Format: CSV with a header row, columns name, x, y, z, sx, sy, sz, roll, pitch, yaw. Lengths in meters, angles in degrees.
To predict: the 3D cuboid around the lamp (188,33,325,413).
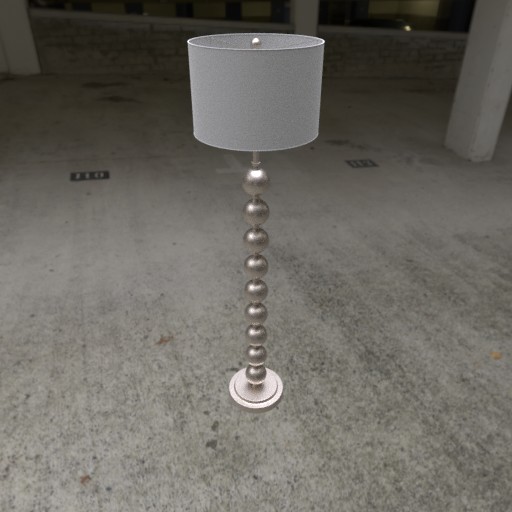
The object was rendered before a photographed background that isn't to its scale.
name,x,y,z,sx,sy,sz,roll,pitch,yaw
lamp,0.000,0.000,1.662,0.394,1.474,0.394,-9,33,-15
